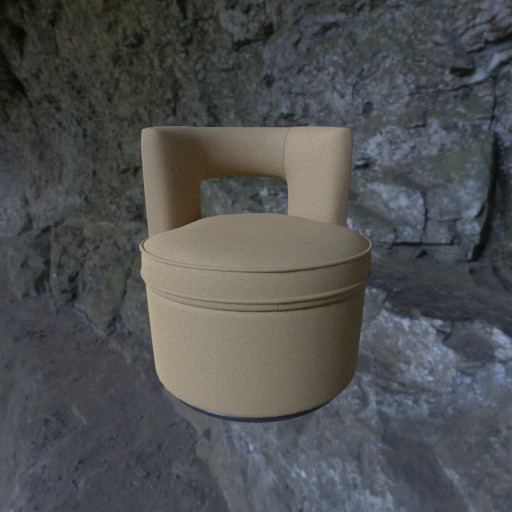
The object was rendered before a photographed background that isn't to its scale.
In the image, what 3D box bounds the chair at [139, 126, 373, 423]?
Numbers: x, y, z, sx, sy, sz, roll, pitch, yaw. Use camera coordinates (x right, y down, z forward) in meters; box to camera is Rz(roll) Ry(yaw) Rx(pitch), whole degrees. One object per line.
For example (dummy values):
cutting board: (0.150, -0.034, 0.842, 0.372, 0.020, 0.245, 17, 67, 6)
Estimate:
chair: (0.000, 0.000, 1.282, 0.650, 0.723, 0.665, -3, 16, -9)
